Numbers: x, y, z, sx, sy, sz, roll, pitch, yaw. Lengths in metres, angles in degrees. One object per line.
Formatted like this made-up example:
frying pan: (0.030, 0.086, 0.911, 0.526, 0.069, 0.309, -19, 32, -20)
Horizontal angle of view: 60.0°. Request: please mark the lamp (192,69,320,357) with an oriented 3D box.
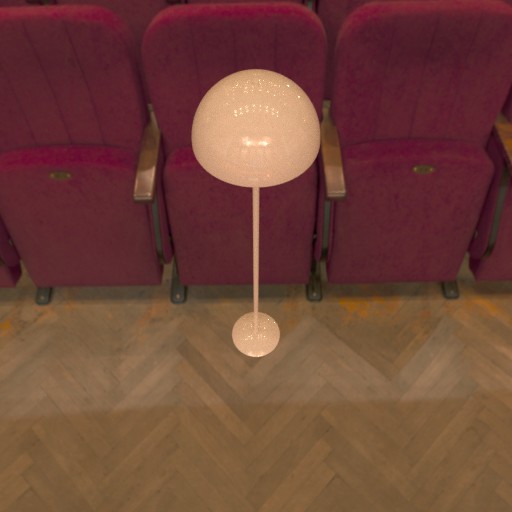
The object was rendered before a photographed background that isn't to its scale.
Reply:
lamp: (0.000, 0.000, 1.618, 0.328, 1.480, 0.328, 0, 58, 0)
